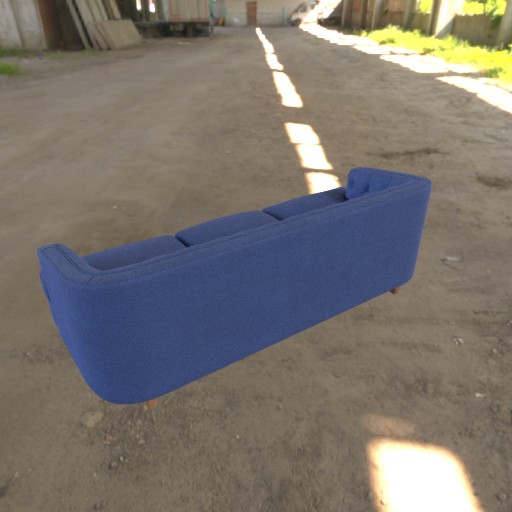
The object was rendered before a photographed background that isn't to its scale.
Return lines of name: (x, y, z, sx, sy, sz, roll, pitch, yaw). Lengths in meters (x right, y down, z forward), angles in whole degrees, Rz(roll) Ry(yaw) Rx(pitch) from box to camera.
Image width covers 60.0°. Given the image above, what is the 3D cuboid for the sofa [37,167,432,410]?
sofa: (0.000, 0.000, 2.629, 2.235, 0.787, 0.914, -18, 34, -29)
